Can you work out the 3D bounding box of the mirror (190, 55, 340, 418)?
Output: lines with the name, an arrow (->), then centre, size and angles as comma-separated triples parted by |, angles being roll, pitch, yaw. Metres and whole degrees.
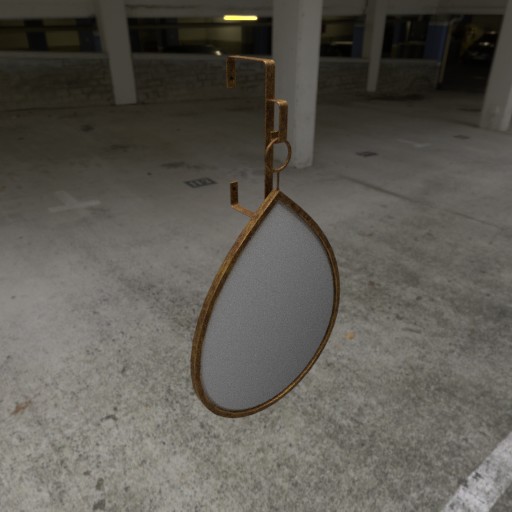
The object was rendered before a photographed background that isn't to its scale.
mirror -> 0.000, 0.000, 0.912 | 0.405, 0.744, 0.144 | -22, 36, -33
